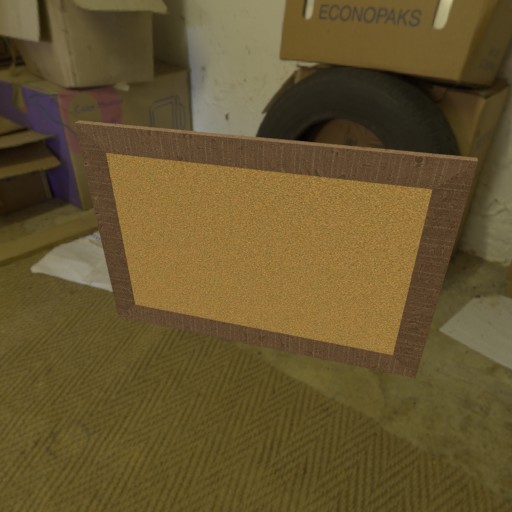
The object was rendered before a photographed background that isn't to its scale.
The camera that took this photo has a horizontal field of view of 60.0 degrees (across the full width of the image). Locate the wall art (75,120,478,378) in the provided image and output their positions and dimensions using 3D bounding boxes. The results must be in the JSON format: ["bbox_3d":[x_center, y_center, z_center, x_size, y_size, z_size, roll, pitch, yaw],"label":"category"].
[{"bbox_3d":[0.000,0.000,1.159,0.917,0.626,0.019,9,34,13],"label":"wall art"}]
